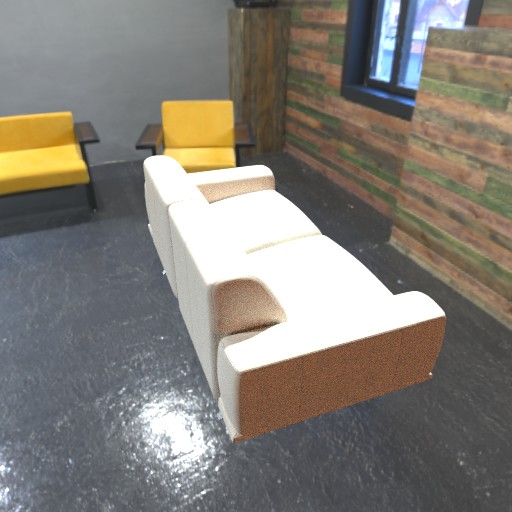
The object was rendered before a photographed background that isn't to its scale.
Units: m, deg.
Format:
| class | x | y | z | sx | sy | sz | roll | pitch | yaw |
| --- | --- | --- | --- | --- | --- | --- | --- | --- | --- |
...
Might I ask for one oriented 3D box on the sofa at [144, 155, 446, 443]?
| class | x | y | z | sx | sy | sz | roll | pitch | yaw |
| --- | --- | --- | --- | --- | --- | --- | --- | --- | --- |
| sofa | 0.000 | 0.000 | 2.379 | 0.900 | 0.772 | 1.901 | -11 | 32 | -18 |
